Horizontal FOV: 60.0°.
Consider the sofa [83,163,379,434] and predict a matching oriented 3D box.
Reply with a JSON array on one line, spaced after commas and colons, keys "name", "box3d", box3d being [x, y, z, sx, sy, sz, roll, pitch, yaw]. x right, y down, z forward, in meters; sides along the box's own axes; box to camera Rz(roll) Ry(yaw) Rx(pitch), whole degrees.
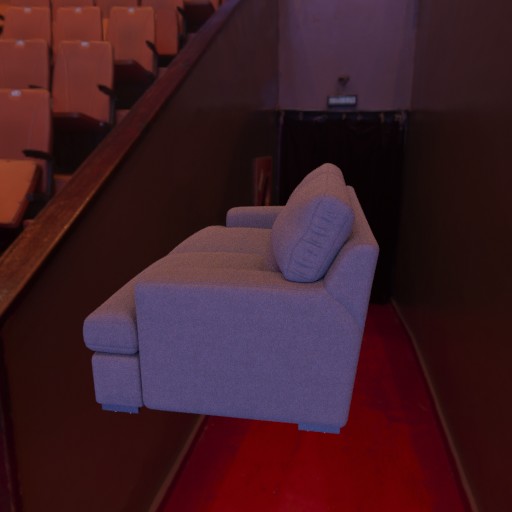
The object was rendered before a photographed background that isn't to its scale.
[{"name": "sofa", "box3d": [0.000, 0.000, 2.512, 1.140, 0.950, 1.869, 2, 16, 9]}]
